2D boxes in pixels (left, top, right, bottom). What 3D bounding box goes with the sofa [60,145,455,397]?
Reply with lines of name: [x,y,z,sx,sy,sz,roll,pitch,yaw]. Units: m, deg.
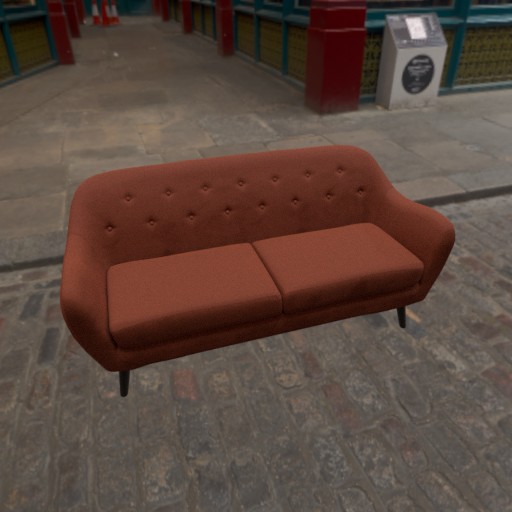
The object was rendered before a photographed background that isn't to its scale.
sofa: [0.000,0.000,2.318,1.840,0.836,0.820,-10,34,-15]
